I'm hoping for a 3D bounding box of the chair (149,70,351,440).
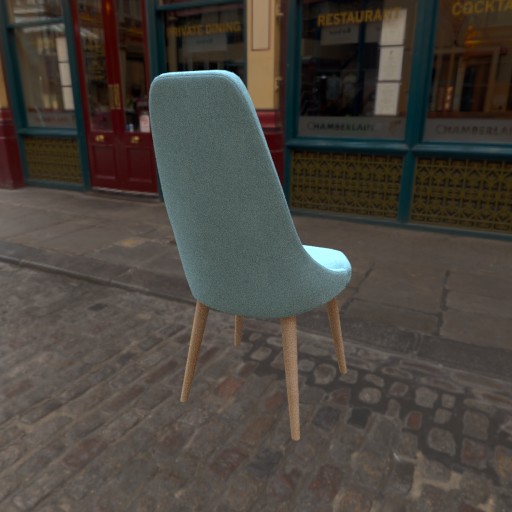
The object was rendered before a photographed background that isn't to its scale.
[{"bbox_3d":[0.000,0.000,1.411,0.510,1.040,0.660,9,19,26],"label":"chair"}]
